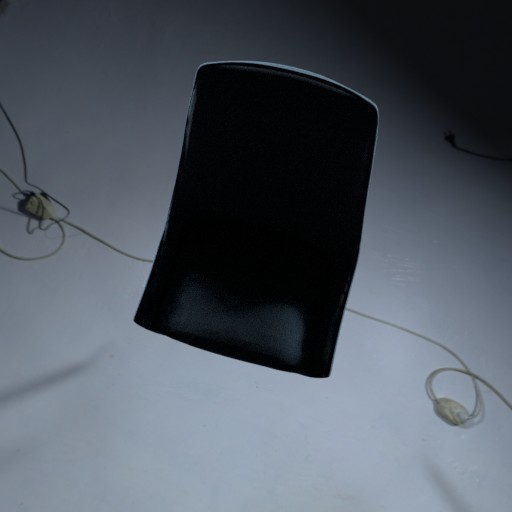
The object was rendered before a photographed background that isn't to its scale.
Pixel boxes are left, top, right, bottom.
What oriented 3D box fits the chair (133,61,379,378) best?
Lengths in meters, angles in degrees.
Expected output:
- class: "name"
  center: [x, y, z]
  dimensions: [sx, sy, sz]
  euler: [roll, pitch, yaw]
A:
- class: "chair"
  center: [0.000, 0.000, 1.185]
  dimensions: [0.529, 0.861, 0.544]
  euler: [15, 75, 4]
